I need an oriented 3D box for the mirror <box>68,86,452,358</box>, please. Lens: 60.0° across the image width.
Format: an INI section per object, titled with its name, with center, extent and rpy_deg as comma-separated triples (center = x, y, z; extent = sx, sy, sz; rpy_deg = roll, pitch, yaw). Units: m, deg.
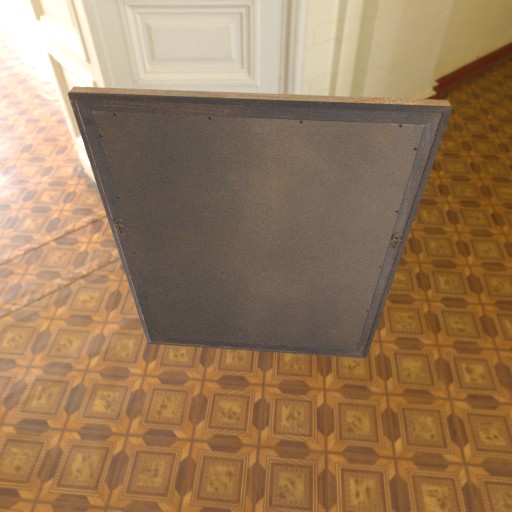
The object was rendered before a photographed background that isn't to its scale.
[mirror]
center = 0.000, 0.000, 1.169
extent = 0.730, 0.882, 0.032
rpy_deg = 3, 46, 3
